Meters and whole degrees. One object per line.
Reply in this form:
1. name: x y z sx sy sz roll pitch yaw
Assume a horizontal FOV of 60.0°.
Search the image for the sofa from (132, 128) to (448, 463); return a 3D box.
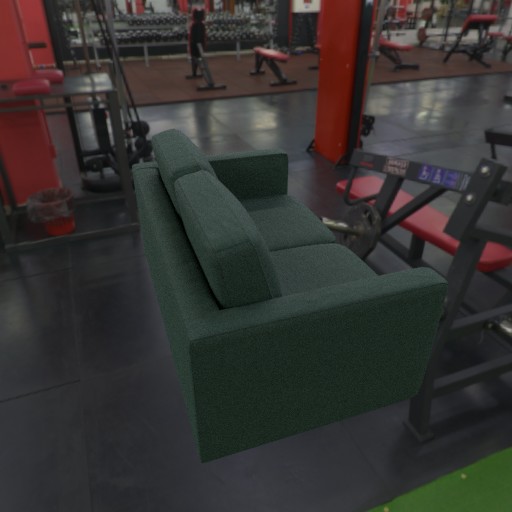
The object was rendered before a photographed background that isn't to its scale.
1. sofa: 0.000 0.000 1.982 0.879 0.899 1.430 -10 33 -16
